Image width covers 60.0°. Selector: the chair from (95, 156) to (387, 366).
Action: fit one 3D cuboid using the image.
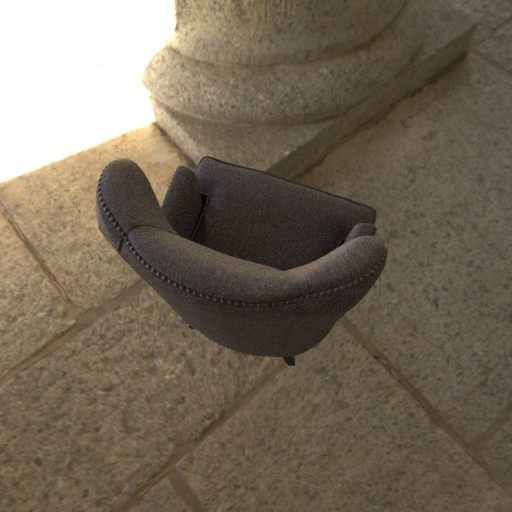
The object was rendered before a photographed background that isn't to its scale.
[{"bbox_3d":[0.000,0.000,1.586,0.759,1.060,0.758,19,66,9],"label":"chair"}]
